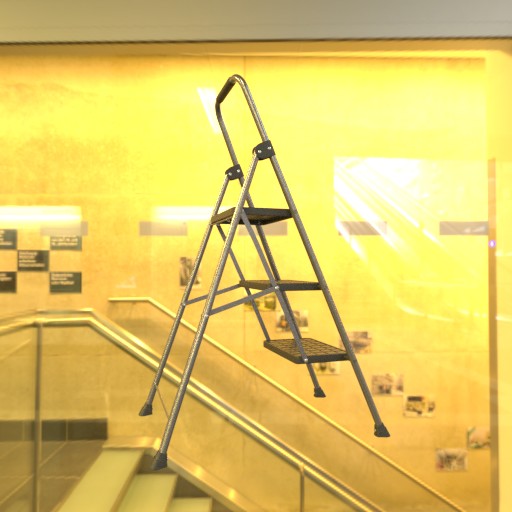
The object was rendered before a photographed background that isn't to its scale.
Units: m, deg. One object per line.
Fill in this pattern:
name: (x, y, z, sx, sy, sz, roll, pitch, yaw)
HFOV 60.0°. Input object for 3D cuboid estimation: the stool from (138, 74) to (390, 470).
stool: (0.000, 0.000, 1.490, 0.733, 1.121, 0.473, 0, -1, -18)
